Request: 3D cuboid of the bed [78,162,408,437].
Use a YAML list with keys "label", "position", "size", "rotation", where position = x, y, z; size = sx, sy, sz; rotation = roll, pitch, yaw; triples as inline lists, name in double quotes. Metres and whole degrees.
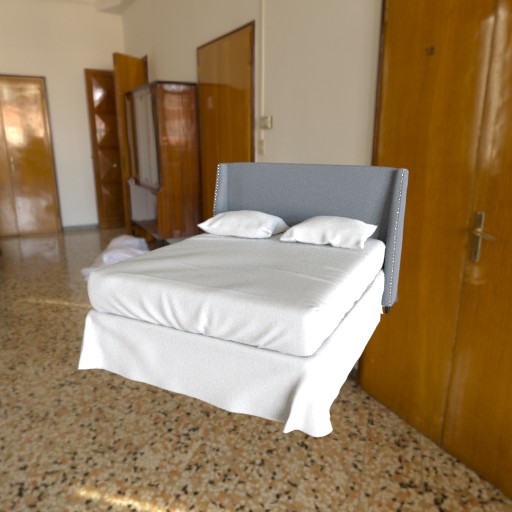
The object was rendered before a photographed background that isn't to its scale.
- label: "bed"
  position: [0.000, 0.000, 3.539]
  size: [1.925, 1.332, 2.276]
  rotation: [7, 17, 26]
